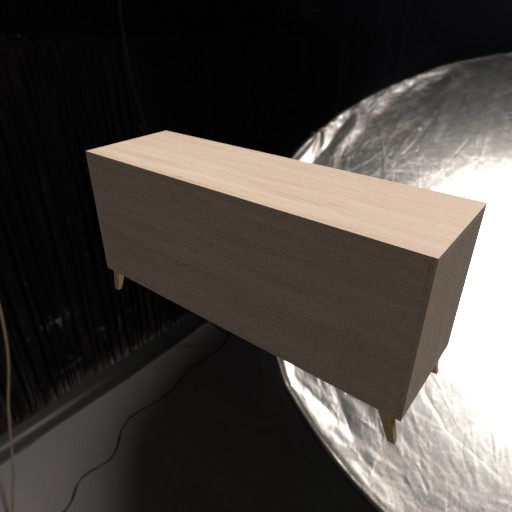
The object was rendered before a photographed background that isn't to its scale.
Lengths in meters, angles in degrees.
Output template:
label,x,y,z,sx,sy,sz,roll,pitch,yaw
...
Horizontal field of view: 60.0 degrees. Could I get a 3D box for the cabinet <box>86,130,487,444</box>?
label,x,y,z,sx,sy,sz,roll,pitch,yaw
cabinet,0.000,0.000,2.003,1.649,0.780,0.500,21,36,33
